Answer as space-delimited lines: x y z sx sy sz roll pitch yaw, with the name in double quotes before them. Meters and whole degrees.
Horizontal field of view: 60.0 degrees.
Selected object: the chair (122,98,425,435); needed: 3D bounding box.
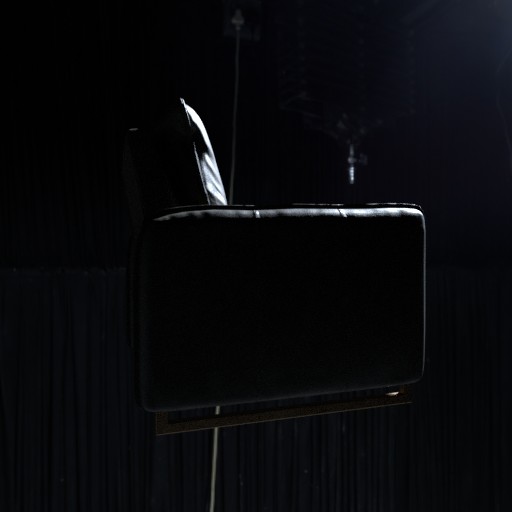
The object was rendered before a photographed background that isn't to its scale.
"chair" 0.000 0.000 1.611 0.921 0.921 0.830 -1 2 -18
